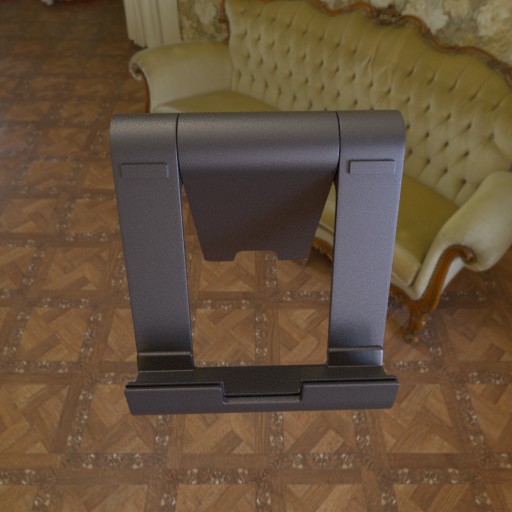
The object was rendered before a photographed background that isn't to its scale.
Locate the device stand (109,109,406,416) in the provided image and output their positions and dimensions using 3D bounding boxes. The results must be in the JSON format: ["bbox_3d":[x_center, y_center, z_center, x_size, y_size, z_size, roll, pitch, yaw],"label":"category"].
[{"bbox_3d":[0.000,0.000,0.150,0.088,0.084,0.079,-1,46,-1],"label":"device stand"}]
